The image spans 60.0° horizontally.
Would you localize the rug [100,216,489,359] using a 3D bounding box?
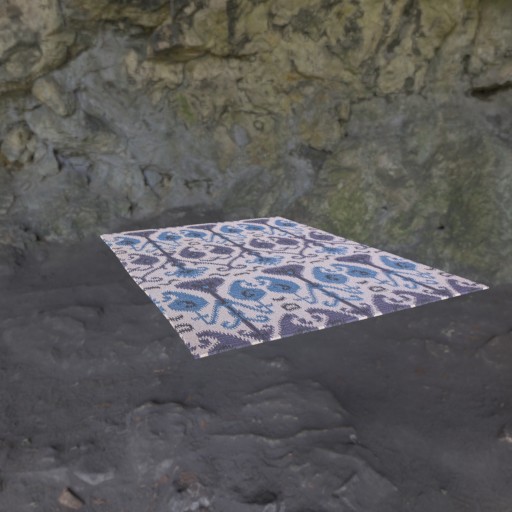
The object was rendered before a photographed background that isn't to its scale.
[{"bbox_3d":[0.000,0.000,2.980,1.676,0.013,2.261,-8,18,-26],"label":"rug"}]
